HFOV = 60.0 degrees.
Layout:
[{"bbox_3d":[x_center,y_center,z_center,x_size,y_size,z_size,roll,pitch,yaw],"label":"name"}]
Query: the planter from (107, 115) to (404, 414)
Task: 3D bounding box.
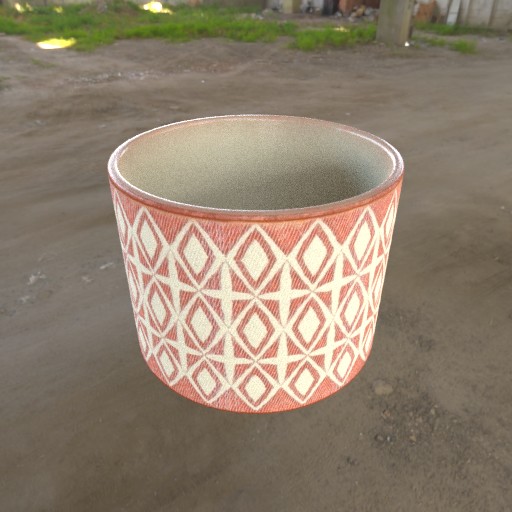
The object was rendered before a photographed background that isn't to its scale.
[{"bbox_3d":[0.000,0.000,0.485,0.273,0.237,0.273,0,32,0],"label":"planter"}]
